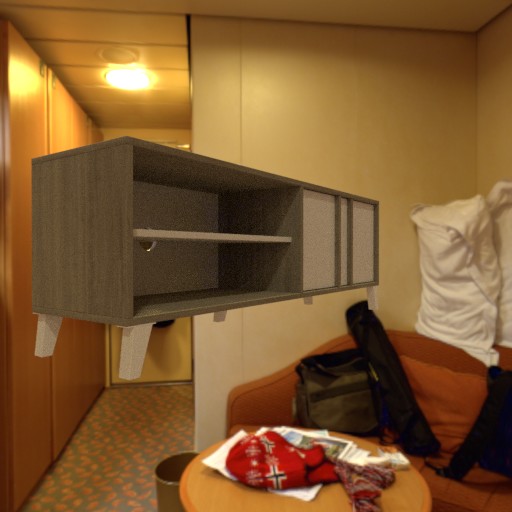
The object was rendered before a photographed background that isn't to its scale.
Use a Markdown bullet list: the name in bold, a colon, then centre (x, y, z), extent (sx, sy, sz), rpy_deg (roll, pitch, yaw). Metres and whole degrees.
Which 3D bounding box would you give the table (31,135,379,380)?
- **table**: centre (0.000, 0.000, 1.679), extent (0.400, 0.530, 1.500), rpy_deg (0, 1, 36)
